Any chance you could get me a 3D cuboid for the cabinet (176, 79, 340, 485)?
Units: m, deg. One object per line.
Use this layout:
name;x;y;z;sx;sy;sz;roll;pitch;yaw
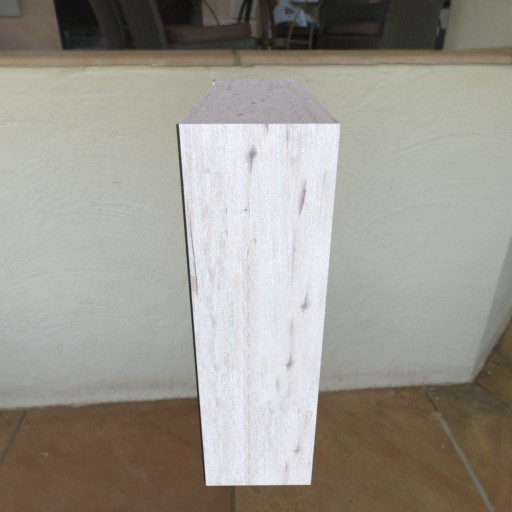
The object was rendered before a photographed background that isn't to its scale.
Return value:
cabinet;0.000;0.000;3.158;0.660;2.180;2.000;0;26;0
